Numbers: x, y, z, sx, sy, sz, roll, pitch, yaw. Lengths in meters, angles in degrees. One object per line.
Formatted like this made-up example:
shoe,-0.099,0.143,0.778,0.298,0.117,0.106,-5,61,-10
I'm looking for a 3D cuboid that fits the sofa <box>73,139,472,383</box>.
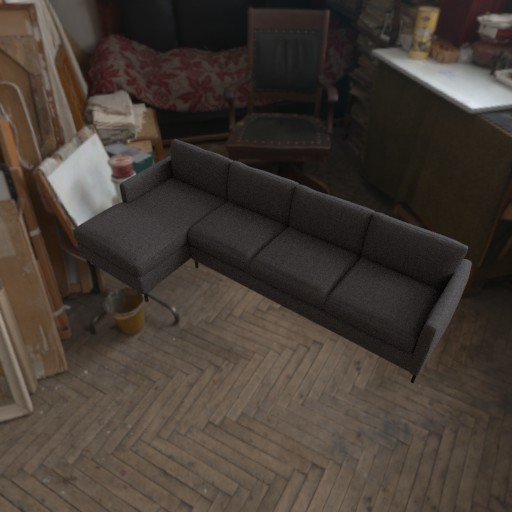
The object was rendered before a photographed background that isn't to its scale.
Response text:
sofa,0.000,0.000,3.286,2.731,0.754,1.258,25,47,26
